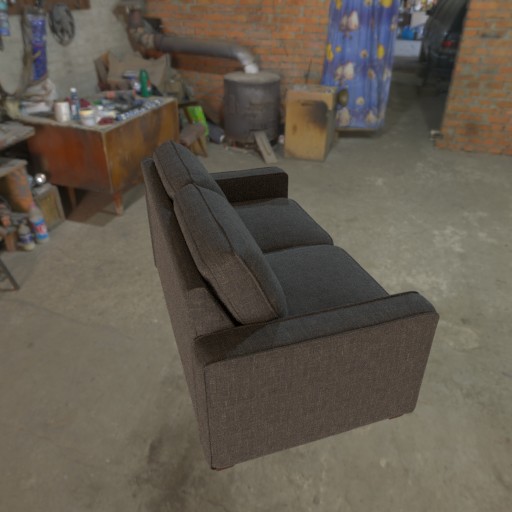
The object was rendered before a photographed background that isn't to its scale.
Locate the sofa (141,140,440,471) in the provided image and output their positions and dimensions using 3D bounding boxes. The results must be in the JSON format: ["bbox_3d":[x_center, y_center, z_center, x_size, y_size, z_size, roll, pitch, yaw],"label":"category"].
[{"bbox_3d":[0.000,0.000,2.294,0.947,0.918,1.709,-10,32,-16],"label":"sofa"}]
